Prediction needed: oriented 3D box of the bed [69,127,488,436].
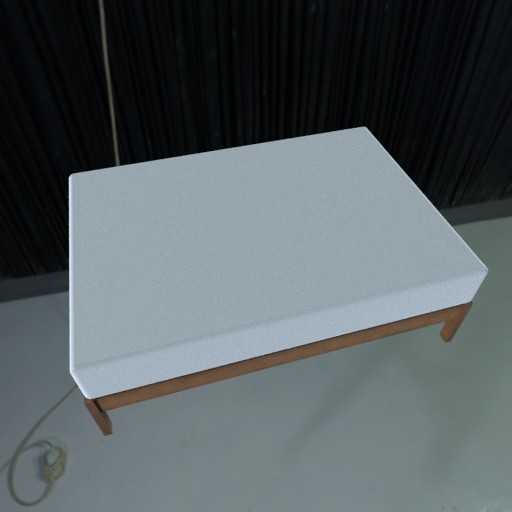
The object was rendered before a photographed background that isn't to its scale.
[{"bbox_3d":[0.000,0.000,2.564,1.927,0.616,1.348,-12,48,-11],"label":"bed"}]
